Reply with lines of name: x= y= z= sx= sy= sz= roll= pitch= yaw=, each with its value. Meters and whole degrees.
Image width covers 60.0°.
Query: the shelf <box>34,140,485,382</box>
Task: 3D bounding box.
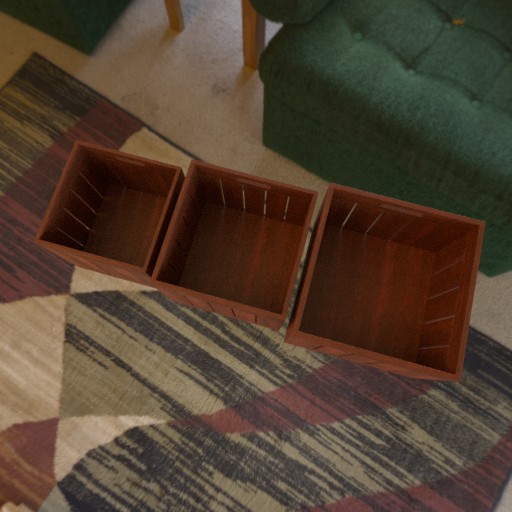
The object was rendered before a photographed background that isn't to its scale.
shelf: x=0.000 y=0.000 z=1.230 sx=1.064 sy=0.311 sz=0.393 roll=15 pitch=76 yaw=4
